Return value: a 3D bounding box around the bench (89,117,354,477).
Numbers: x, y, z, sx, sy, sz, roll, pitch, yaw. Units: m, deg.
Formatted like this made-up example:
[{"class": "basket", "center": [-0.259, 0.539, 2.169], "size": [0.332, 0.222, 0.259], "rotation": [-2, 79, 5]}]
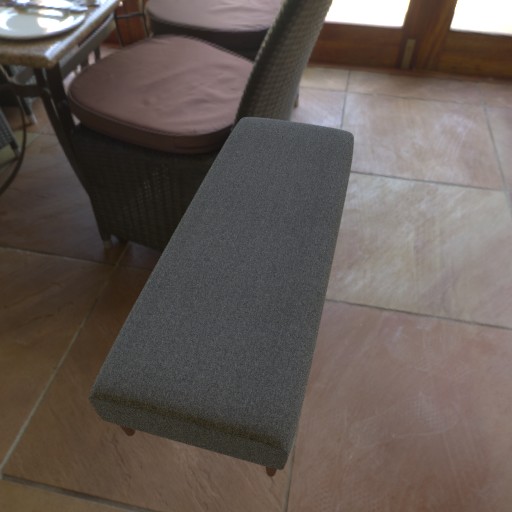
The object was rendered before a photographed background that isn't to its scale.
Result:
[{"class": "bench", "center": [0.000, 0.000, 1.857], "size": [0.631, 0.384, 1.598], "rotation": [11, 48, 10]}]
